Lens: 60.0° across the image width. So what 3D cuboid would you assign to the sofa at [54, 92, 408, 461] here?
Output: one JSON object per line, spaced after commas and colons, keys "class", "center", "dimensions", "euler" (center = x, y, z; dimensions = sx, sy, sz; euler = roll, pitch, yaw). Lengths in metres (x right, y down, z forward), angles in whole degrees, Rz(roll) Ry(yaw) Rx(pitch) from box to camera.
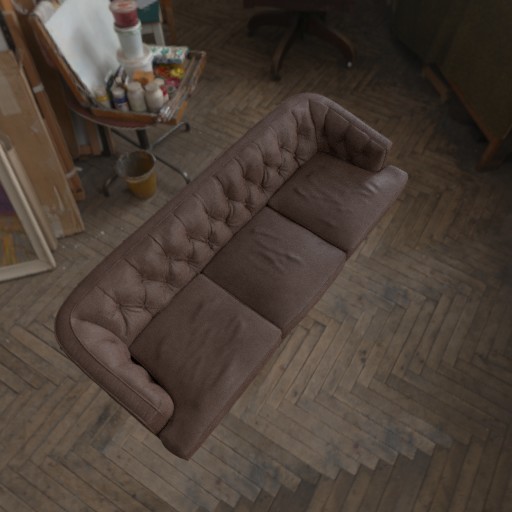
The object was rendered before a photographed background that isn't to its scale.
{"class": "sofa", "center": [0.000, 0.000, 2.677], "dimensions": [0.927, 0.787, 2.227], "euler": [34, 64, 19]}
